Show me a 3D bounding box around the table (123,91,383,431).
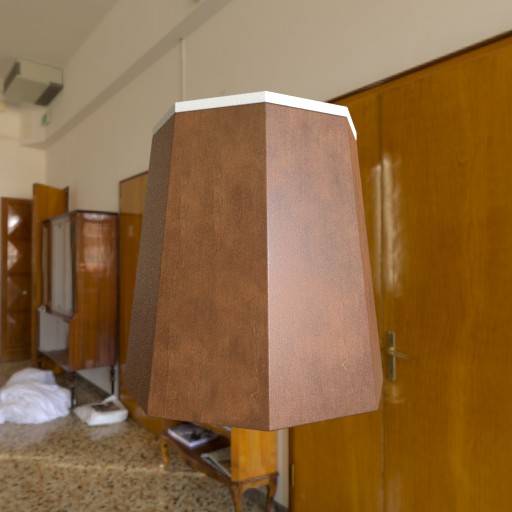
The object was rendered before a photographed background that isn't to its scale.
[{"bbox_3d":[0.000,0.000,0.802,0.439,0.457,0.439,0,-1,16],"label":"table"}]
